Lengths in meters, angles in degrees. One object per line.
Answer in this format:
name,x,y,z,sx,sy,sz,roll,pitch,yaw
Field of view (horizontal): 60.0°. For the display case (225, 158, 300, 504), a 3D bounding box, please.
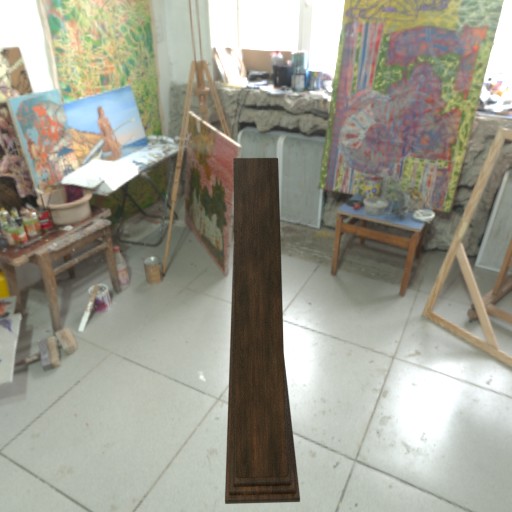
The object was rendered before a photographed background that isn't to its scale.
display case,0.000,0.000,0.744,0.095,0.340,0.640,-1,32,-1
